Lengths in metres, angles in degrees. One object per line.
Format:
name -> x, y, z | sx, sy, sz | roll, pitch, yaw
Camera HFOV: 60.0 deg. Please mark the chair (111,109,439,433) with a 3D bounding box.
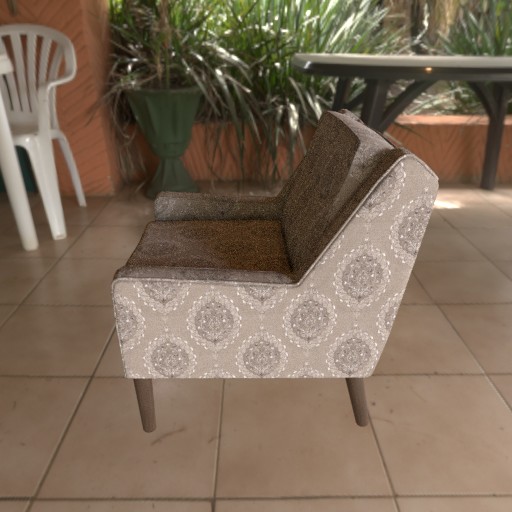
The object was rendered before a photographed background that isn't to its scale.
chair -> 0.000, 0.000, 1.345 | 0.750, 0.797, 0.665 | -1, 26, -2
